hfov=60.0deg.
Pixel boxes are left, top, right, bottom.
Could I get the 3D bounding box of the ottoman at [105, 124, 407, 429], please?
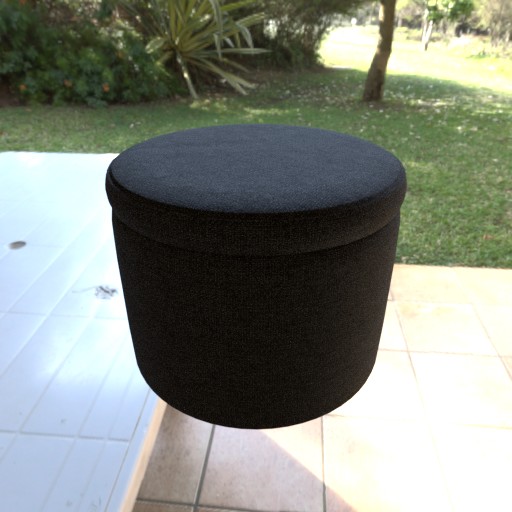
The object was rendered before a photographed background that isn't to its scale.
[{"bbox_3d":[0.000,0.000,0.878,0.520,0.430,0.520,0,29,0],"label":"ottoman"}]
